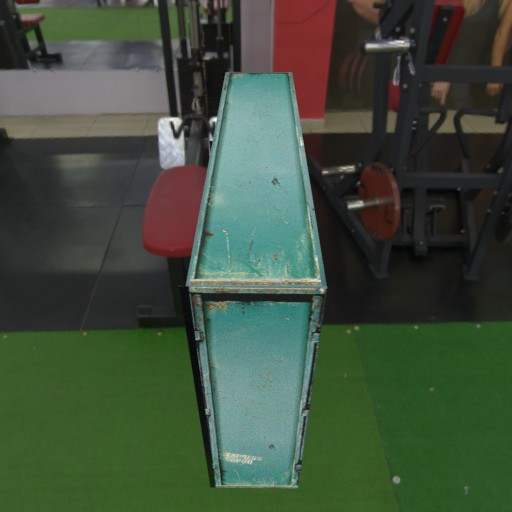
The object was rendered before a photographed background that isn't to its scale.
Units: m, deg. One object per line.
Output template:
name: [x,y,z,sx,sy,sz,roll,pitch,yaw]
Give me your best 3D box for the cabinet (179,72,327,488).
cabinet: [0.000,0.000,3.876,0.680,2.160,3.001,0,40,0]
